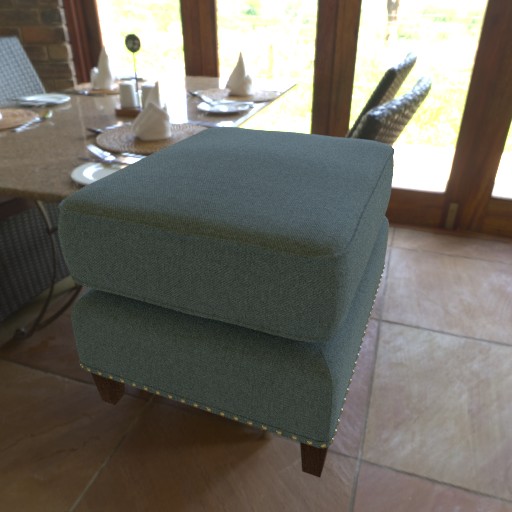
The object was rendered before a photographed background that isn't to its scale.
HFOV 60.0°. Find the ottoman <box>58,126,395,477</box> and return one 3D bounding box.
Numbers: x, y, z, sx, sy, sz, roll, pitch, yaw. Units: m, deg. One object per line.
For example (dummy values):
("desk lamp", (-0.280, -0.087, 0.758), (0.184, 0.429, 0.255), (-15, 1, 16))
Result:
("ottoman", (0.000, 0.000, 1.118), (0.589, 0.537, 0.738), (11, 31, 19))
